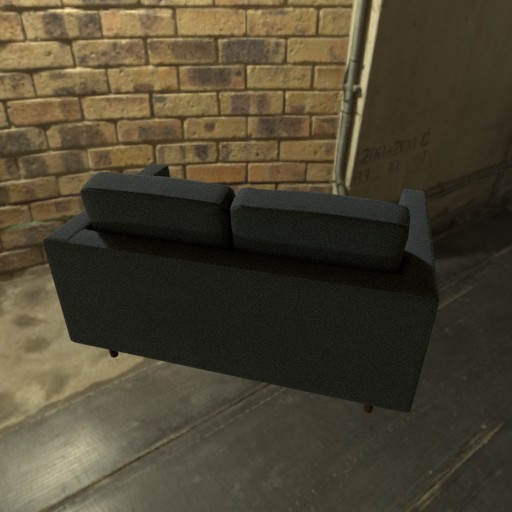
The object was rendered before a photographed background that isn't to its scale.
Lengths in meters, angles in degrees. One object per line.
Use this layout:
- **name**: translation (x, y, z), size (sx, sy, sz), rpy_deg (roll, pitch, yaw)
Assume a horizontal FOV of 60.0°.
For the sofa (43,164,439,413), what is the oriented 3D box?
- **sofa**: translation (0.000, 0.000, 2.144), size (1.518, 0.930, 0.999), rpy_deg (8, 32, 13)
